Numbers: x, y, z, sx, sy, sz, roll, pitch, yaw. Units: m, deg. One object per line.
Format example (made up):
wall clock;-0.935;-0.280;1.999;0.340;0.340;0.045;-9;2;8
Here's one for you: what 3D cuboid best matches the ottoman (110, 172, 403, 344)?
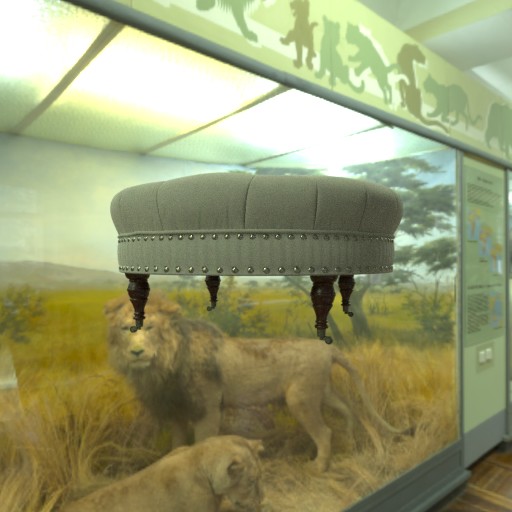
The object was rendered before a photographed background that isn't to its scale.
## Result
ottoman;0.000;0.000;1.429;0.901;0.439;0.901;0;0;0
